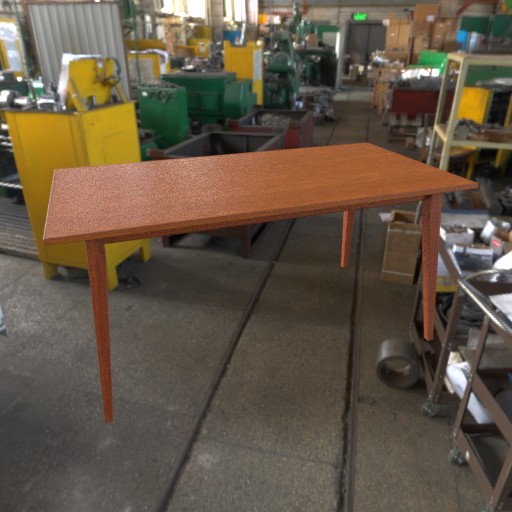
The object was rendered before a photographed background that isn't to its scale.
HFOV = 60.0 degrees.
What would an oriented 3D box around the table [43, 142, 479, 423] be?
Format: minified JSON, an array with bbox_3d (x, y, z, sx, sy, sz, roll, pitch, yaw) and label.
[{"bbox_3d":[0.000,0.000,2.038,1.609,0.755,0.811,-9,28,-18],"label":"table"}]
